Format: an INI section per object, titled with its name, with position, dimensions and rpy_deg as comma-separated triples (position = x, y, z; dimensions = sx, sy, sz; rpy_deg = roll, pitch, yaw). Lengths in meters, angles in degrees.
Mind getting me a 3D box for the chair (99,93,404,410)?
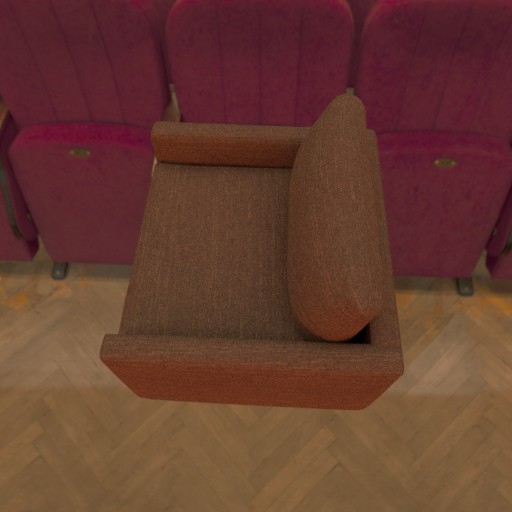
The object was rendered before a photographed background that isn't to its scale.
[chair]
position = 0.000, 0.000, 1.572
dimensions = 0.845, 0.841, 0.940
rpy_deg = 2, 60, 1
